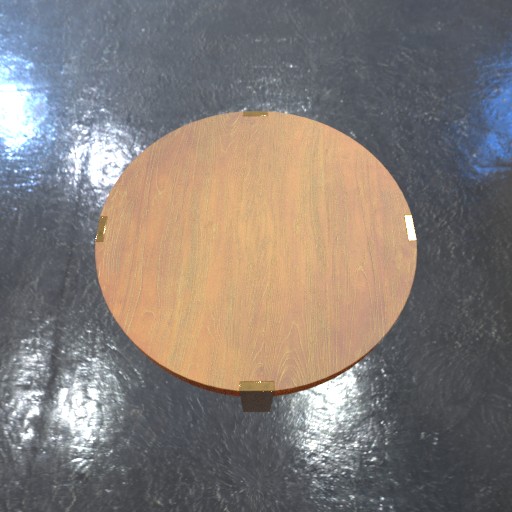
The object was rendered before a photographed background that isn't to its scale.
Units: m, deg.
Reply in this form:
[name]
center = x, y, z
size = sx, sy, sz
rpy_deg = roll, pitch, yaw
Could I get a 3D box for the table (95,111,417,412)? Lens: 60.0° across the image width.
[table]
center = 0.000, 0.000, 1.726
size = 1.100, 0.420, 1.100
rpy_deg = 0, 63, 0
